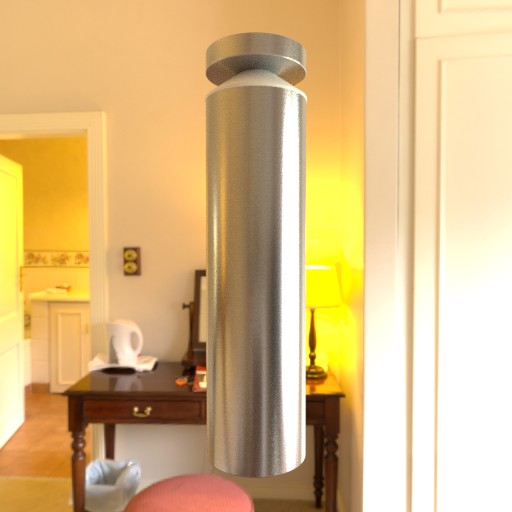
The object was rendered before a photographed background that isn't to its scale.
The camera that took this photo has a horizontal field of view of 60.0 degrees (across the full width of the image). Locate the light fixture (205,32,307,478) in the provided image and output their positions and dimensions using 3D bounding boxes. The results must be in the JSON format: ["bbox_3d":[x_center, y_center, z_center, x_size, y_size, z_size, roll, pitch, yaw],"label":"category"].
[{"bbox_3d":[0.000,0.000,0.448,0.102,0.400,0.102,-1,2,-35],"label":"light fixture"}]
